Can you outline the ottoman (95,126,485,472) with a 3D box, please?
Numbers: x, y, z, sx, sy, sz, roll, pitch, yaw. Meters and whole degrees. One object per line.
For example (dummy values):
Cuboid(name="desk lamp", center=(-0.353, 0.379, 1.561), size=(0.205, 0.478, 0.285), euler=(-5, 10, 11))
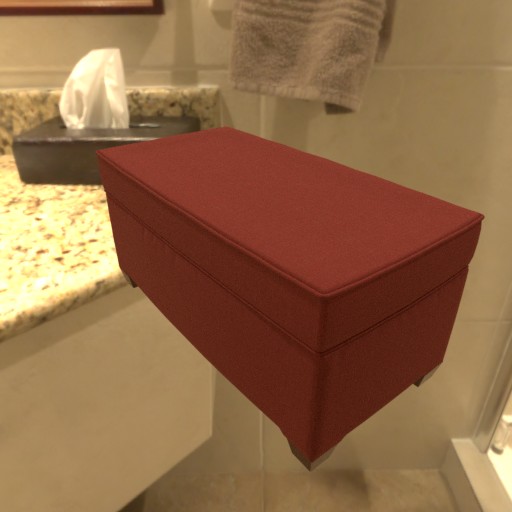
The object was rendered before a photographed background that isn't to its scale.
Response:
Cuboid(name="ottoman", center=(0.000, 0.000, 1.200), size=(0.497, 0.454, 0.948), euler=(-21, 36, -32))
